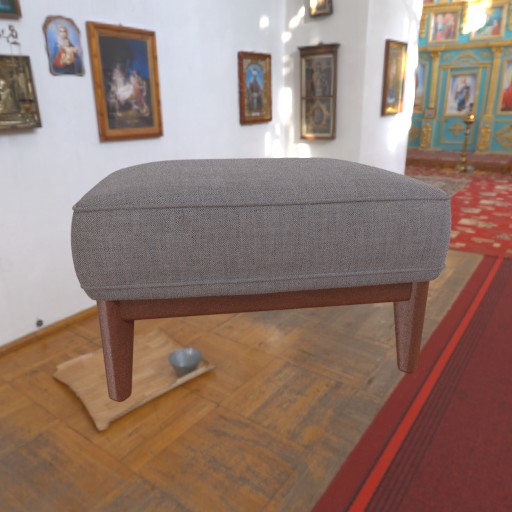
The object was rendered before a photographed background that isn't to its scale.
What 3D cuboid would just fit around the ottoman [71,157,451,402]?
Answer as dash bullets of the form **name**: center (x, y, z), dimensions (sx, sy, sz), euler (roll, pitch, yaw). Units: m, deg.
- **ottoman**: center (0.000, 0.000, 1.104), dimensions (0.750, 0.458, 0.555), euler (-3, 19, -9)
